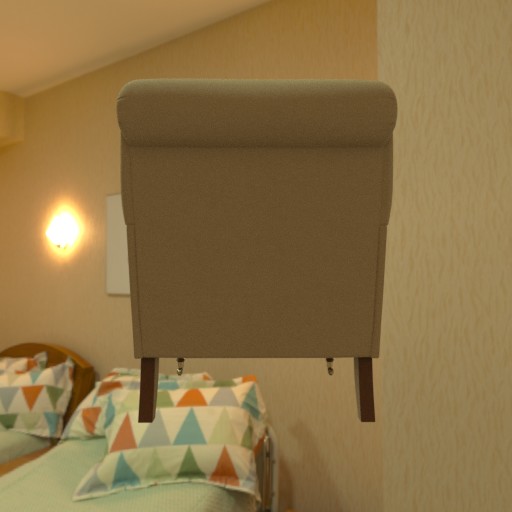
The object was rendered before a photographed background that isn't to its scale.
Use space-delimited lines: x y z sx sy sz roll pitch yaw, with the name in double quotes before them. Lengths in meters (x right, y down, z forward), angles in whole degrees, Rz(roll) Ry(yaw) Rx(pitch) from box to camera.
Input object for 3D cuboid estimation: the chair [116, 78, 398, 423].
"chair" 0.000 0.000 1.530 0.766 0.942 0.842 0 -3 -1
